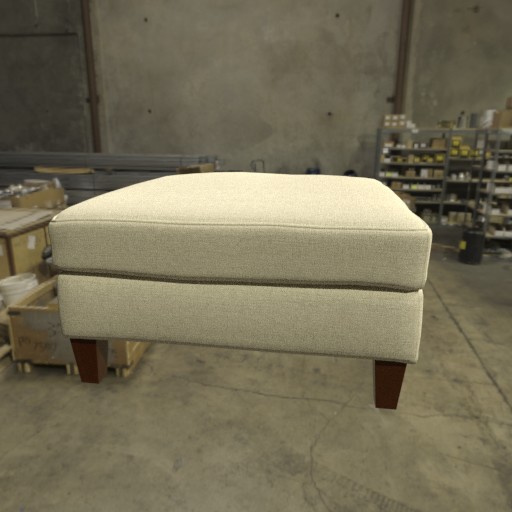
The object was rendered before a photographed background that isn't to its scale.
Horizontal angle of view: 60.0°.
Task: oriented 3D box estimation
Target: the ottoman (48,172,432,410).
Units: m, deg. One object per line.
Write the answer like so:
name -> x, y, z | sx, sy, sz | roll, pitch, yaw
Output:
ottoman -> 0.000, 0.000, 1.356 | 0.838, 0.478, 0.838 | 2, 16, 8
